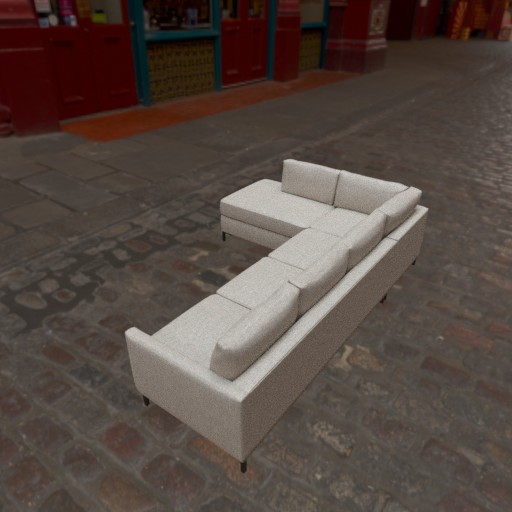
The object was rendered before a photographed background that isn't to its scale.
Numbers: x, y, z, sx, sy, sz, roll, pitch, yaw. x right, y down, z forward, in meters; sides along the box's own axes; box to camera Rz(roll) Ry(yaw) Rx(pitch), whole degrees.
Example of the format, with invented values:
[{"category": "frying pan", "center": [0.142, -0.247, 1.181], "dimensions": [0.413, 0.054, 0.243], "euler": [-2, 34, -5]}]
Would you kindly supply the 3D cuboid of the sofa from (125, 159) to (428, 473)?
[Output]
[{"category": "sofa", "center": [0.000, 0.000, 3.117], "dimensions": [1.617, 0.703, 2.423], "euler": [20, 36, 31]}]
